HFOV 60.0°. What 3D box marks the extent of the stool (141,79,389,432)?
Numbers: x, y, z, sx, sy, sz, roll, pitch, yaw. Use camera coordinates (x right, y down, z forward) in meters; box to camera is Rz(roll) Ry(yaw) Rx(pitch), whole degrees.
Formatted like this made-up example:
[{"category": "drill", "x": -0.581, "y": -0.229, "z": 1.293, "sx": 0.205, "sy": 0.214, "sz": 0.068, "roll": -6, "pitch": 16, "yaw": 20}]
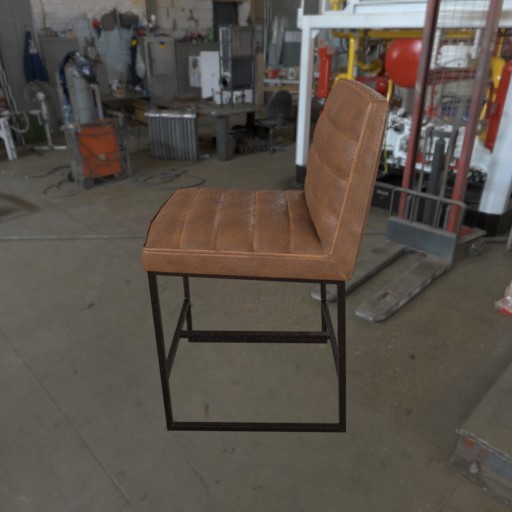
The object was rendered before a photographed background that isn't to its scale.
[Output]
[{"category": "stool", "x": 0.000, "y": 0.000, "z": 1.292, "sx": 0.562, "sy": 0.942, "sz": 0.463, "roll": 0, "pitch": 27, "yaw": 1}]
